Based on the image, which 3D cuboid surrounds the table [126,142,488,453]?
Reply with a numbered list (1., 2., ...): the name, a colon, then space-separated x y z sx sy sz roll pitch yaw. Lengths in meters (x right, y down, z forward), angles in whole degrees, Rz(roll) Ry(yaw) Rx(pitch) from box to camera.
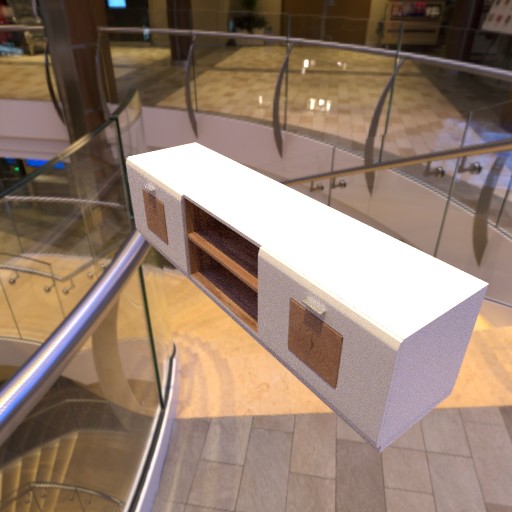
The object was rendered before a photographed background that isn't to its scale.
1. table: 0.000 0.000 1.731 0.400 0.440 1.550 -21 38 -31
